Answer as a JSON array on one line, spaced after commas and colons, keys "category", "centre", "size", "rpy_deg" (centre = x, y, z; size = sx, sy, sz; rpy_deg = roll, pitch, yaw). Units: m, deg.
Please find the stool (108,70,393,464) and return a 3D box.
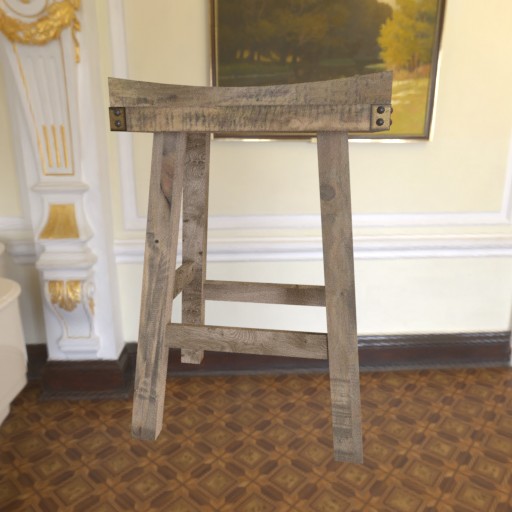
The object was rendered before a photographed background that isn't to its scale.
[{"category": "stool", "centre": [0.000, 0.000, 0.871], "size": [0.450, 0.635, 0.330], "rpy_deg": [2, 15, 9]}]
